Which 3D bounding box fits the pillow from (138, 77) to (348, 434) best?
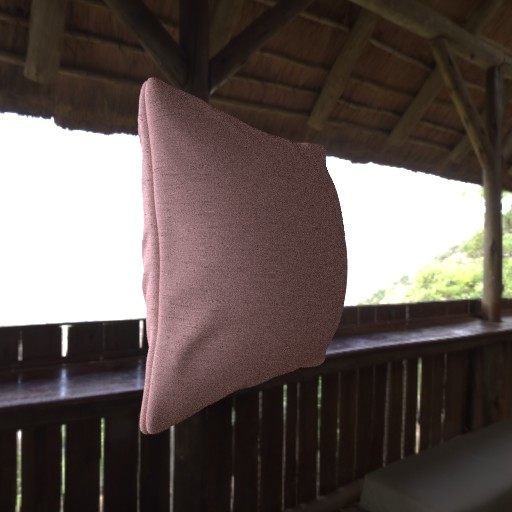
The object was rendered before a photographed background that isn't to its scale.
[{"bbox_3d":[0.000,0.000,0.677,0.246,0.415,0.432,0,1,36],"label":"pillow"}]
